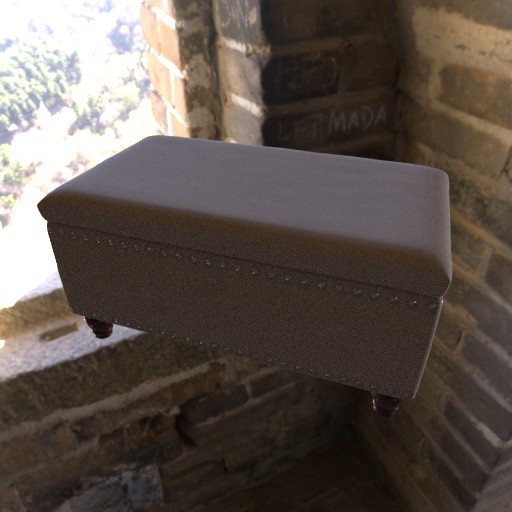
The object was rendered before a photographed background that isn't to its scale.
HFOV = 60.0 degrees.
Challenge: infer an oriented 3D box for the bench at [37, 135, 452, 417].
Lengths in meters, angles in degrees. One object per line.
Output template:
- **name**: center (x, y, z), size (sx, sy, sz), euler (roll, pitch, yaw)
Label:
- **bench**: center (0.000, 0.000, 1.179), size (0.887, 0.449, 0.500), euler (11, 34, 16)
